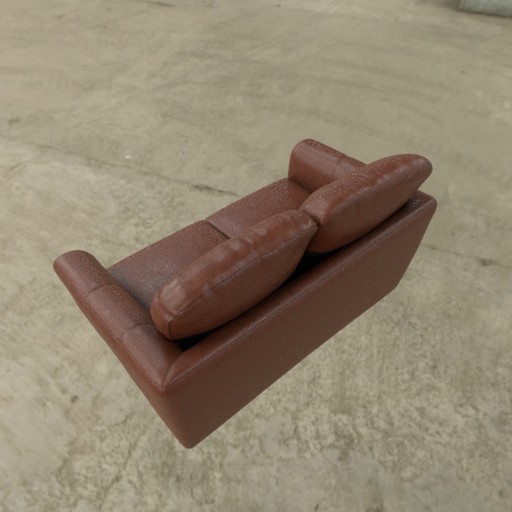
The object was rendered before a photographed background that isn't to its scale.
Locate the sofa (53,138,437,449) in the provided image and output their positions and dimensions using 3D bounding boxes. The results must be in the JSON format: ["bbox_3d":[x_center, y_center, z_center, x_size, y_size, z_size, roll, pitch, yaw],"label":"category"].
[{"bbox_3d":[0.000,0.000,1.886,1.406,0.906,0.805,-31,53,-27],"label":"sofa"}]
